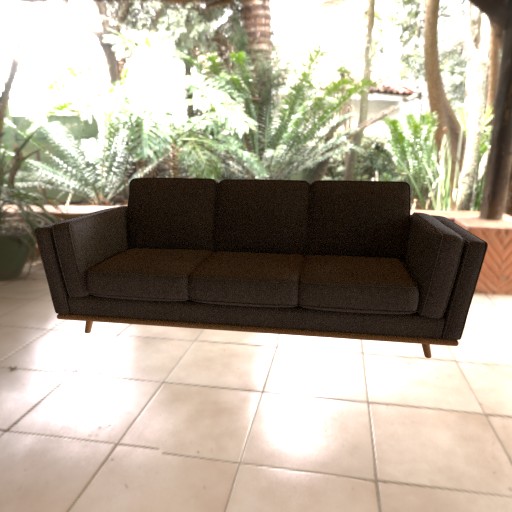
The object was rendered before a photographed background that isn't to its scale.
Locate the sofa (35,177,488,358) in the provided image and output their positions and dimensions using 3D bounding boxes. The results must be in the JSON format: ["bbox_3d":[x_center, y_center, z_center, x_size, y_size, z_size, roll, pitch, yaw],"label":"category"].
[{"bbox_3d":[0.000,0.000,2.730,2.362,0.899,0.903,2,14,9],"label":"sofa"}]
